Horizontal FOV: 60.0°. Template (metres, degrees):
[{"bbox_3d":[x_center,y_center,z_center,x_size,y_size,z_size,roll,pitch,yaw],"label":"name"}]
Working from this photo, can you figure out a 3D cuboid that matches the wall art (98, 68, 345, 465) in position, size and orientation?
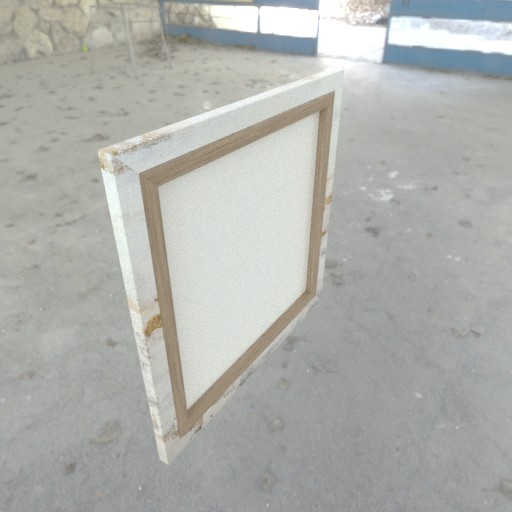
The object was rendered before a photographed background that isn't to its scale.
[{"bbox_3d":[0.000,0.000,1.473,0.040,1.018,1.015,21,39,29],"label":"wall art"}]
